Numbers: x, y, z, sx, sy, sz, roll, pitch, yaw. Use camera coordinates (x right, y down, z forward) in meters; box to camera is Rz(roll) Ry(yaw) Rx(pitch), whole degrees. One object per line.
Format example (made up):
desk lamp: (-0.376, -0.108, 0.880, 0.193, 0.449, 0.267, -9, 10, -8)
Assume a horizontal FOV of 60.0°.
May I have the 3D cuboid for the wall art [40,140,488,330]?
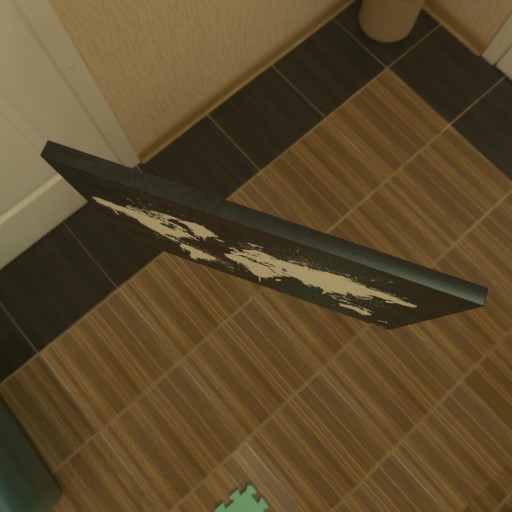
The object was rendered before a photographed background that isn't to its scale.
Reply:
wall art: (0.000, 0.000, 1.156, 0.912, 0.612, 0.038, 19, 77, 5)
